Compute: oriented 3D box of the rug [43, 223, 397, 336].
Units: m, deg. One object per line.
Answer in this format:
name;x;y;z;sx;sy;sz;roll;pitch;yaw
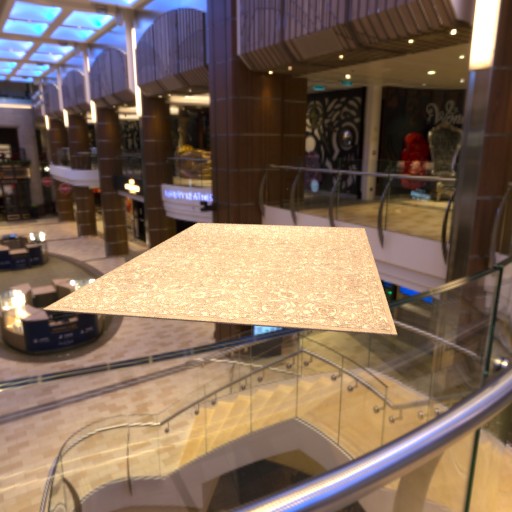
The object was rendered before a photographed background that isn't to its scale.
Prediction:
rug;0.000;0.000;2.351;1.221;0.006;1.827;3;14;10
